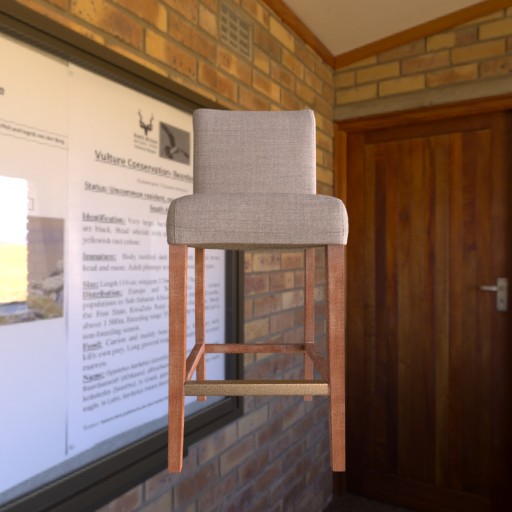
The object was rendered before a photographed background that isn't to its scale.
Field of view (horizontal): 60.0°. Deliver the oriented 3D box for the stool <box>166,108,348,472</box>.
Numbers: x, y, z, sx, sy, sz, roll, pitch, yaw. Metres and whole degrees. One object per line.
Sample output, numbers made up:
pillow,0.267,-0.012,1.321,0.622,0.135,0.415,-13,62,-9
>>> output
stool,0.000,0.000,1.333,0.454,1.039,0.567,0,0,-1
